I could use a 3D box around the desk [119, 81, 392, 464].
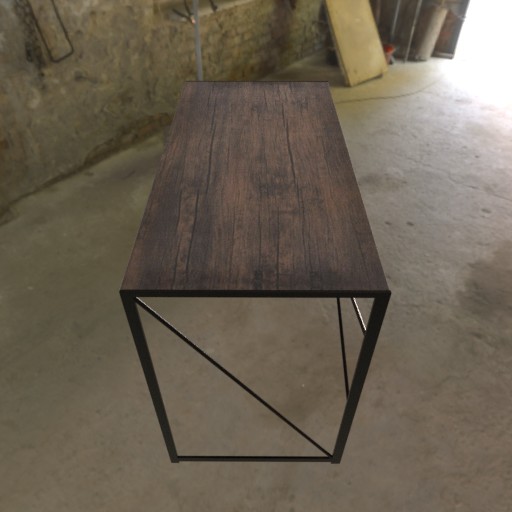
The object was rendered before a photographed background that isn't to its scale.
[{"bbox_3d":[0.000,0.000,1.443,0.505,0.747,1.015,0,42,0],"label":"desk"}]
